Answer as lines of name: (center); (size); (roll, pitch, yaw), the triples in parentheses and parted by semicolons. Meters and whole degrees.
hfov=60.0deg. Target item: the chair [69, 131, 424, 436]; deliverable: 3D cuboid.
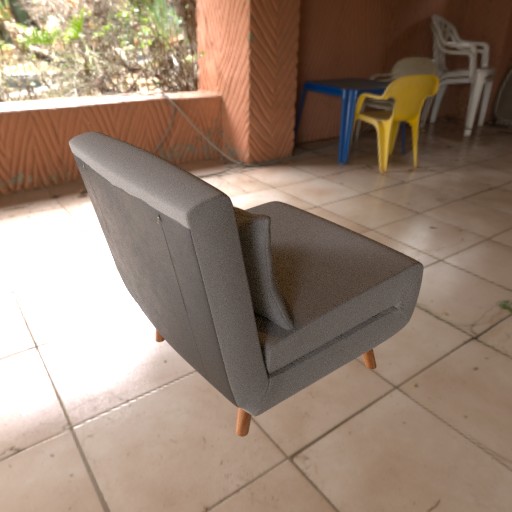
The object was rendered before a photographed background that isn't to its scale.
chair: (0.000, 0.000, 1.498); (0.902, 0.808, 0.770); (-19, 33, -32)
